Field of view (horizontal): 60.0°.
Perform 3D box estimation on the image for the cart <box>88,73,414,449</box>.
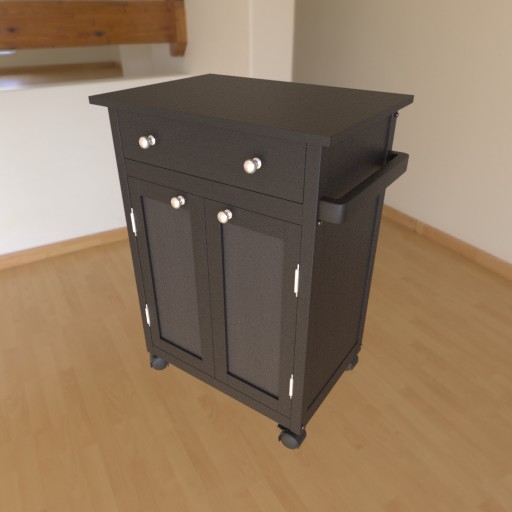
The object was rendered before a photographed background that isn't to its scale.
[{"bbox_3d":[0.000,0.000,1.275,0.660,0.879,0.456,19,35,29],"label":"cart"}]
